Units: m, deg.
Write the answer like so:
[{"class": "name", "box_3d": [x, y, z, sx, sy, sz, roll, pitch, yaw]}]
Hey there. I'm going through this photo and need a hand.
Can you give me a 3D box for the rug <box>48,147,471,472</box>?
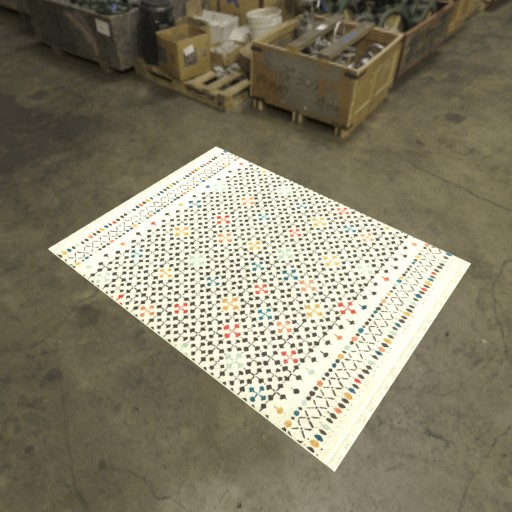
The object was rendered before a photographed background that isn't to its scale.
[{"class": "rug", "box_3d": [0.000, 0.000, 2.024, 1.556, 0.006, 1.146, 30, 52, 26]}]
